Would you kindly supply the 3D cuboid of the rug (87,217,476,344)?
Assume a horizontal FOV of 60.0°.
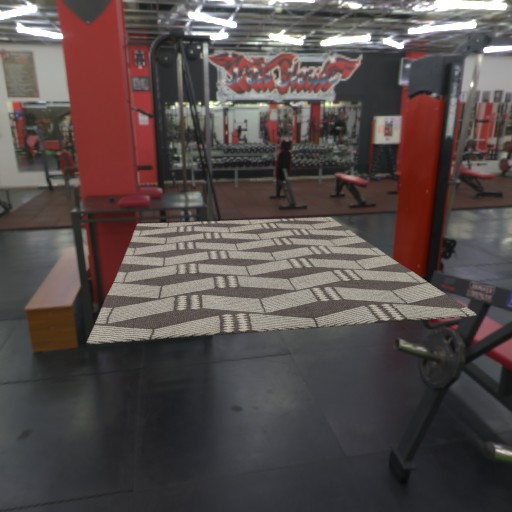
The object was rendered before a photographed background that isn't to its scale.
[{"bbox_3d":[0.000,0.000,4.130,2.438,0.016,3.048,-3,17,-9],"label":"rug"}]
